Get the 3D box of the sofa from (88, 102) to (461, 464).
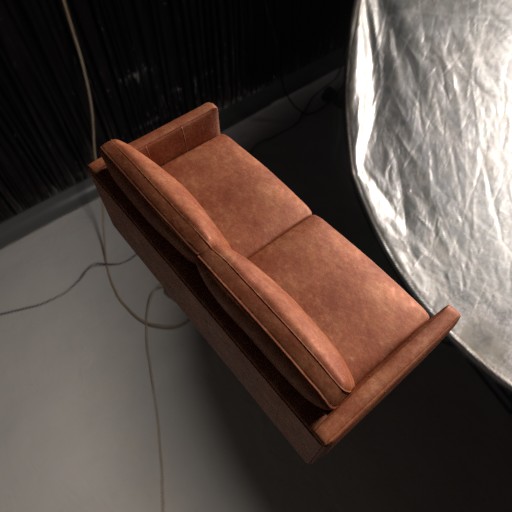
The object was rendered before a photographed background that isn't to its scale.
[{"bbox_3d":[0.000,0.000,2.491,0.923,0.863,1.971,-35,64,-20],"label":"sofa"}]
